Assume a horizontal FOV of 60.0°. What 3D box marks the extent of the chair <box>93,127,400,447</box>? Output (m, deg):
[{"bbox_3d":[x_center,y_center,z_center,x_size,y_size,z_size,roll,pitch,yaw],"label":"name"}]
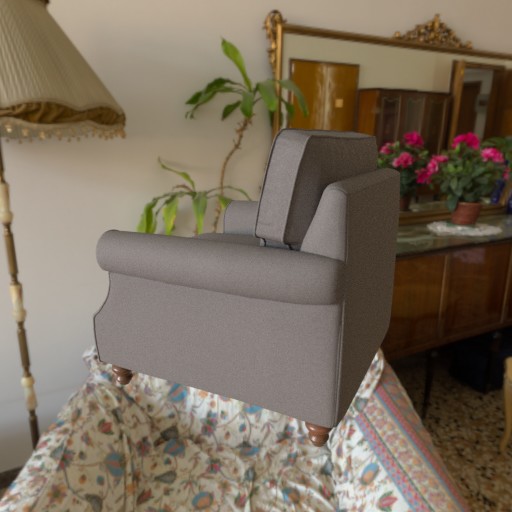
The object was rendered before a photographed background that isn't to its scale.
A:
[{"bbox_3d":[0.000,0.000,1.772,0.966,0.967,1.029,7,16,26],"label":"chair"}]
